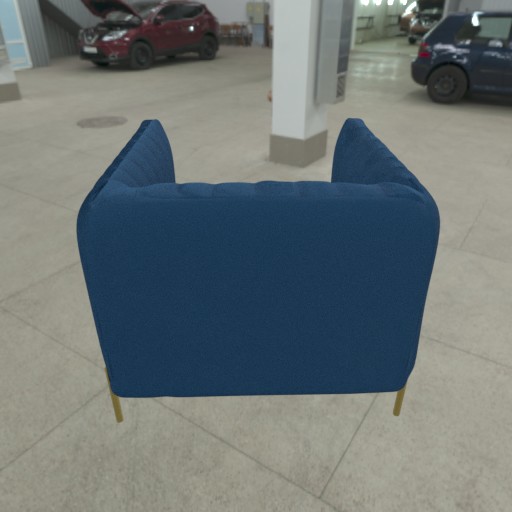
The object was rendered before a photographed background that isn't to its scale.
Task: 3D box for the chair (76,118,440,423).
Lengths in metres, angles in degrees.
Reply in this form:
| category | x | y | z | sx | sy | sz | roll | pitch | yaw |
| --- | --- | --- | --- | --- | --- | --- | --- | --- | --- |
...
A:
| category | x | y | z | sx | sy | sz | roll | pitch | yaw |
| --- | --- | --- | --- | --- | --- | --- | --- | --- | --- |
| chair | 0.000 | 0.000 | 1.563 | 0.947 | 0.793 | 0.877 | -1 | 30 | -1 |
